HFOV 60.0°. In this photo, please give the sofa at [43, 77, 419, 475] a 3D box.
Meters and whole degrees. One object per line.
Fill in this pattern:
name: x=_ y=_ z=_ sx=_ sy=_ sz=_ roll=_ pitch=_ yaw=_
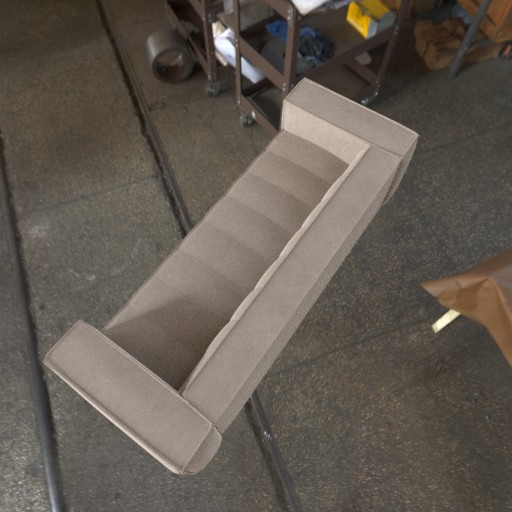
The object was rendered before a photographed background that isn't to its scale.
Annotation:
sofa: x=0.000 y=0.000 z=3.050 sx=1.038 sy=0.680 sz=2.697 roll=32 pitch=67 yaw=15
